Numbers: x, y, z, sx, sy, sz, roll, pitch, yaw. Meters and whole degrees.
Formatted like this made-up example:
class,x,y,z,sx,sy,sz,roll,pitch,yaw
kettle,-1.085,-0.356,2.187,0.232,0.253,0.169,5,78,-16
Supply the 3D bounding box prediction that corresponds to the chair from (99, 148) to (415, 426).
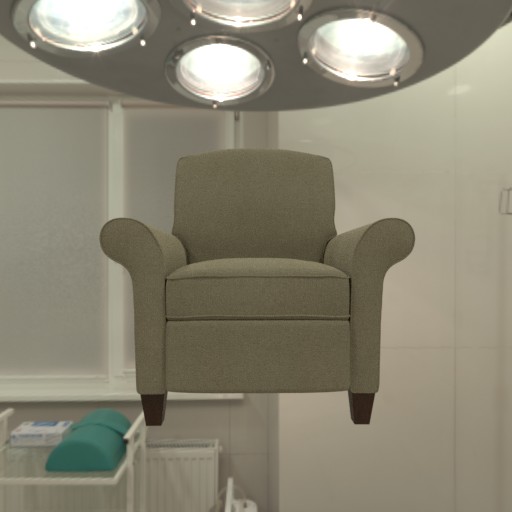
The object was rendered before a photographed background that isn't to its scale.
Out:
class,x,y,z,sx,sy,sz,roll,pitch,yaw
chair,0.000,0.000,1.801,0.978,1.061,0.905,0,0,-1
